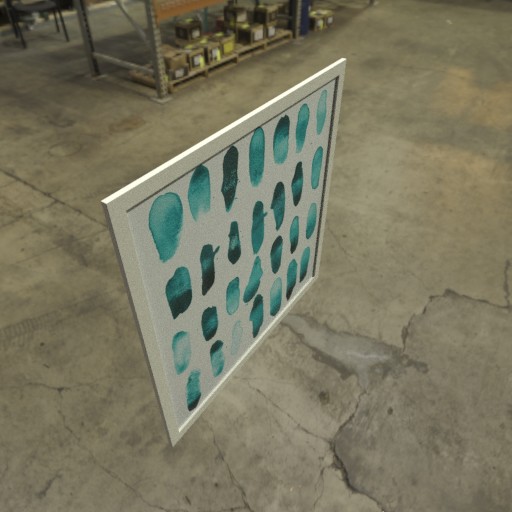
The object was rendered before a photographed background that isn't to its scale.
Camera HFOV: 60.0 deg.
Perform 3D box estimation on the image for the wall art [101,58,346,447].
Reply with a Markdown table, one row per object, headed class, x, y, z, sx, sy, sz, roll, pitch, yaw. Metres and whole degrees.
| class | x | y | z | sx | sy | sz | roll | pitch | yaw |
| --- | --- | --- | --- | --- | --- | --- | --- | --- | --- |
| wall art | 0.000 | 0.000 | 1.199 | 0.013 | 0.813 | 0.812 | 25 | 48 | 26 |
